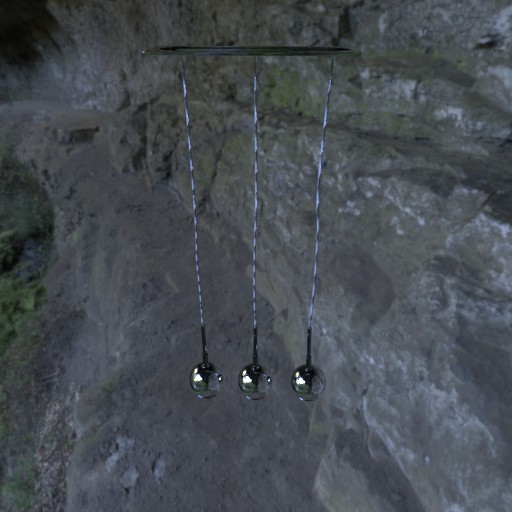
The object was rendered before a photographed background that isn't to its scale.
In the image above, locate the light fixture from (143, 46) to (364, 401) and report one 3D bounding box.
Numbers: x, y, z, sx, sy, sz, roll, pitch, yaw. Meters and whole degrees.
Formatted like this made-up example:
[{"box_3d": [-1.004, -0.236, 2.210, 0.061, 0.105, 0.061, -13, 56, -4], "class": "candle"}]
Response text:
[{"box_3d": [0.000, 0.000, 1.658, 0.623, 1.408, 0.188, 1, 30, 2], "class": "light fixture"}]
